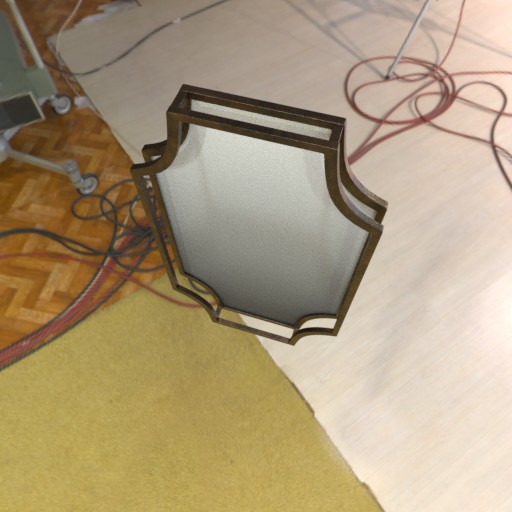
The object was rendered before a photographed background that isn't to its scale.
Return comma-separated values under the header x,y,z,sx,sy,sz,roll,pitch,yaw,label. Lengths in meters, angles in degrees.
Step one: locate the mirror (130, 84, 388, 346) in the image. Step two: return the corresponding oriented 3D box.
x,y,z,sx,sy,sz,roll,pitch,yaw,label
0.000,0.000,0.998,0.462,0.811,0.066,15,60,9,mirror
